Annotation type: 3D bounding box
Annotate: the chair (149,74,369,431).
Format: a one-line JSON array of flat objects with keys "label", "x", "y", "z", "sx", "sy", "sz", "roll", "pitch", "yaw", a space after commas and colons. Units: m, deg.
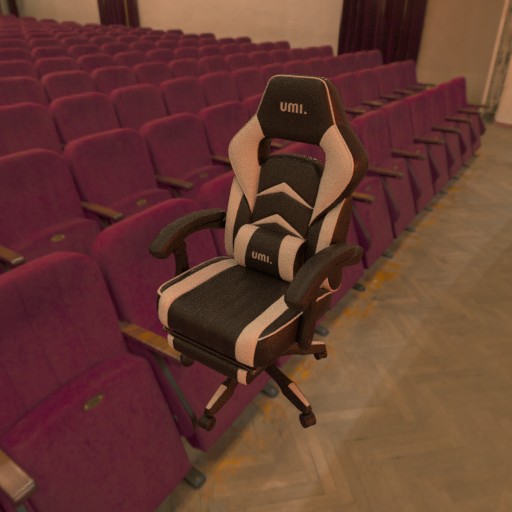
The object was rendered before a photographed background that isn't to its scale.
[{"label": "chair", "x": 0.000, "y": 0.000, "z": 1.643, "sx": 0.676, "sy": 1.200, "sz": 0.700, "roll": 18, "pitch": 33, "yaw": 30}]
